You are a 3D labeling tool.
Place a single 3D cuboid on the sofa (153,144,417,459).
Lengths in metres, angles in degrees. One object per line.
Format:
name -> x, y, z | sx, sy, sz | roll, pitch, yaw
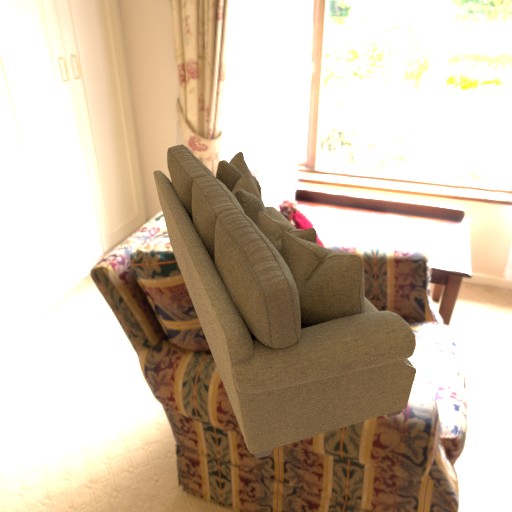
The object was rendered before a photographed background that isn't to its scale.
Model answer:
sofa -> 0.000, 0.000, 2.844 | 0.965, 0.975, 2.312 | -9, 30, -17
